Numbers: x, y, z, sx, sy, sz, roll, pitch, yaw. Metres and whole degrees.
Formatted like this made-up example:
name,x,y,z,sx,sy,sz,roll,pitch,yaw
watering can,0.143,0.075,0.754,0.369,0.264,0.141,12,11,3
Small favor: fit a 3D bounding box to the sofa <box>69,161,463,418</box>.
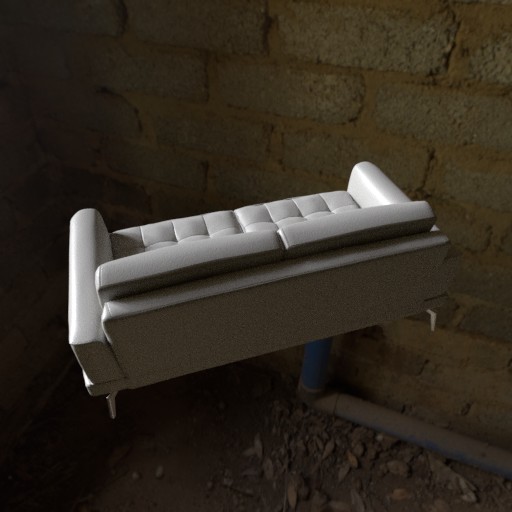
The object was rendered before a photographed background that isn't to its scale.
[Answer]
name,x,y,z,sx,sy,sz,roll,pitch,yaw
sofa,0.000,0.000,2.725,2.177,0.930,1.121,-12,43,-13
